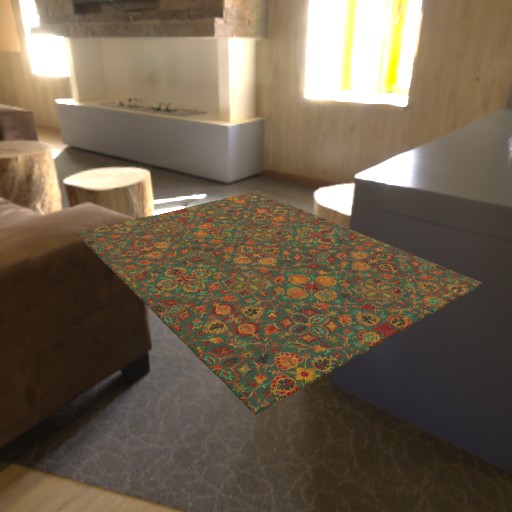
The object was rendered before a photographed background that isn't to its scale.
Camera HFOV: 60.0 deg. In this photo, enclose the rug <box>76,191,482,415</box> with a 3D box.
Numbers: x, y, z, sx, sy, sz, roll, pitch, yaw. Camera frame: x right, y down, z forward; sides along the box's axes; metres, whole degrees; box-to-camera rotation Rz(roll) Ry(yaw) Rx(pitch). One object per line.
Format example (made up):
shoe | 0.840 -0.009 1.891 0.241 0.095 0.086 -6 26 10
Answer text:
rug | 0.000 0.000 4.271 2.434 0.025 3.204 -18 32 -33
